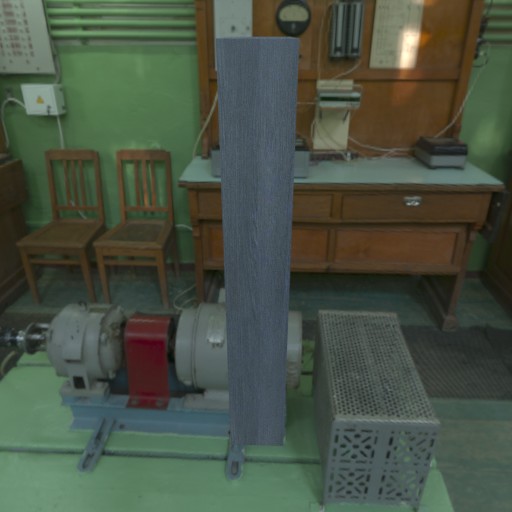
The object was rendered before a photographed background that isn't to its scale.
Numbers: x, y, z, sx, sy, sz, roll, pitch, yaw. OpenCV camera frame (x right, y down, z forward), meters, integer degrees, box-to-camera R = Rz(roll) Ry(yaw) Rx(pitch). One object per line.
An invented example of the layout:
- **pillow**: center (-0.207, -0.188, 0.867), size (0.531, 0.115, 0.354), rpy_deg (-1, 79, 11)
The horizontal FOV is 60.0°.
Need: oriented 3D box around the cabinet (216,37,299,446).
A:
- **cabinet**: center (0.000, 0.000, 1.843), size (0.255, 1.630, 0.520), rpy_deg (1, 27, 1)
